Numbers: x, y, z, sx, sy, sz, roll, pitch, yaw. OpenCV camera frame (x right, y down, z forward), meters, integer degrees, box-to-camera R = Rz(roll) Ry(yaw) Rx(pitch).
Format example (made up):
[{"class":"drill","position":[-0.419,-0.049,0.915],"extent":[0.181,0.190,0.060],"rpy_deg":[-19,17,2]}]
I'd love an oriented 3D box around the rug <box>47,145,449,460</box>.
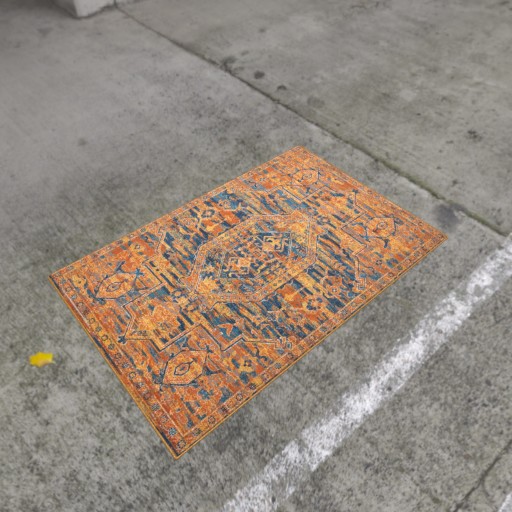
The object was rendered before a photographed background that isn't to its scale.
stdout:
[{"class":"rug","position":[0.000,0.000,2.294],"extent":[1.758,0.013,1.148],"rpy_deg":[-32,55,-26]}]
